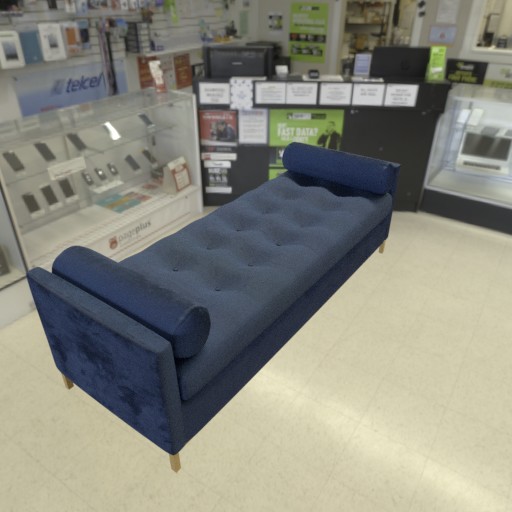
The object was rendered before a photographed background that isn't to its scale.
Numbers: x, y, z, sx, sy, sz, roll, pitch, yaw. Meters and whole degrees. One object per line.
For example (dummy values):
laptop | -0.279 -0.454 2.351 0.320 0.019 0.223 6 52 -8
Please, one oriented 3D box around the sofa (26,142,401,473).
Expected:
sofa | 0.000 0.000 2.435 0.796 0.705 2.102 21 38 30
